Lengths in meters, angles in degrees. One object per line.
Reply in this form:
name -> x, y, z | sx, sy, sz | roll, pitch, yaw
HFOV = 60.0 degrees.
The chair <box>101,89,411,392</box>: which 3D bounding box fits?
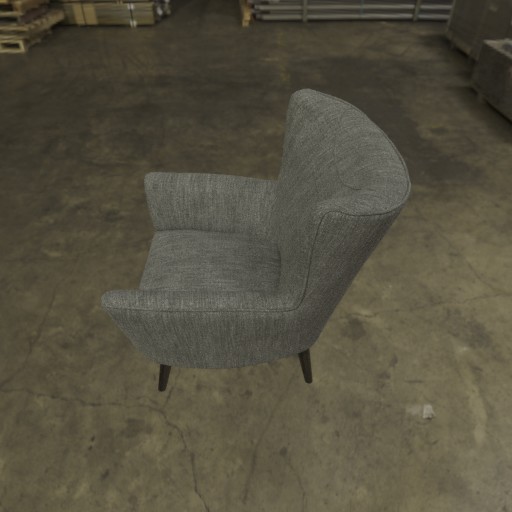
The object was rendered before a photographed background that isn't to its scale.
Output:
chair -> 0.000, 0.000, 1.597 | 0.888, 0.933, 0.781 | 0, 40, 0
